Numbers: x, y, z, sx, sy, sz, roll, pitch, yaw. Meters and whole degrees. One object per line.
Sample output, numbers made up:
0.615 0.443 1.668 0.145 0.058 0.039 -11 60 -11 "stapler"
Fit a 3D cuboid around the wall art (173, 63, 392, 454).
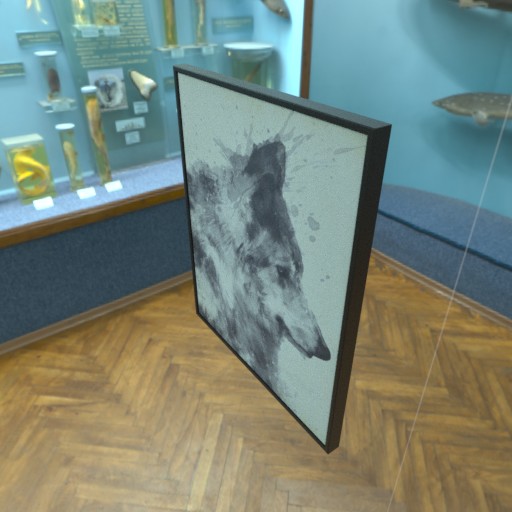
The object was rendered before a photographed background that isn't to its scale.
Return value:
0.000 0.000 0.759 0.028 0.551 0.451 -21 38 -30 "wall art"
